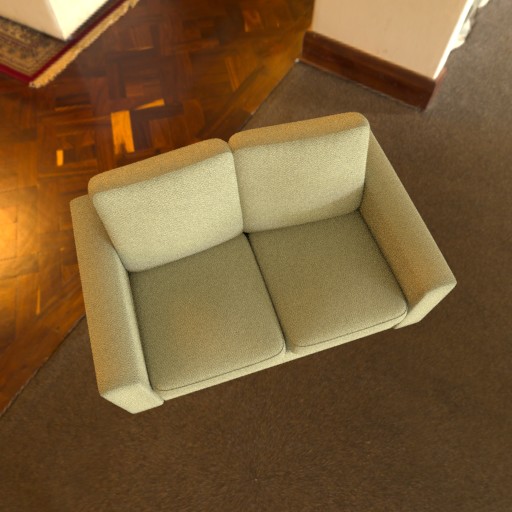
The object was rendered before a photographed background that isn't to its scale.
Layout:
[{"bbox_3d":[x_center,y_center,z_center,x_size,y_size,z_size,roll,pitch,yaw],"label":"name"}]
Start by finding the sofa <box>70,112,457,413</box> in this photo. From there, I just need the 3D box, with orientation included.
[{"bbox_3d":[0.000,0.000,2.180,1.616,0.873,1.016,-16,64,-8],"label":"sofa"}]
